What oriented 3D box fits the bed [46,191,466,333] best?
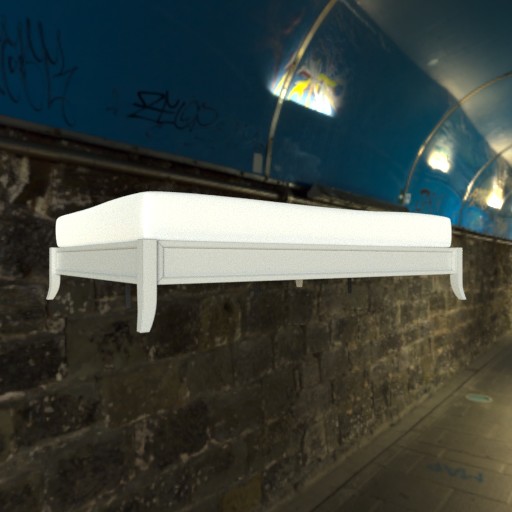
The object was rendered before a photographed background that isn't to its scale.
[{"bbox_3d":[0.000,0.000,2.599,1.985,0.510,1.460,0,0,-36],"label":"bed"}]
